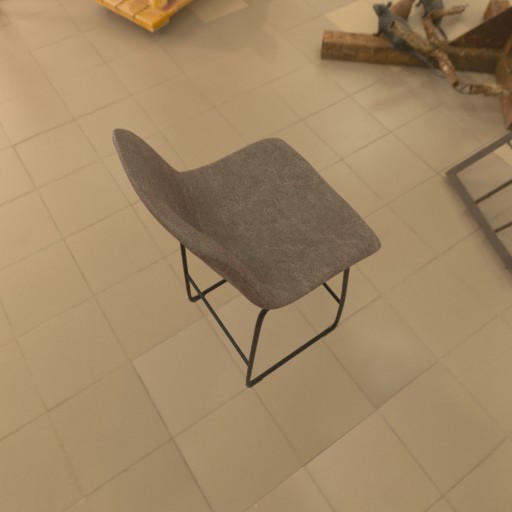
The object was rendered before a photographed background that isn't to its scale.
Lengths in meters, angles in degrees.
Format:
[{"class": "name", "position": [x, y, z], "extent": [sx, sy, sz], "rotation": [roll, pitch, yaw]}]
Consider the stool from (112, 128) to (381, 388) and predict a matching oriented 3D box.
[{"class": "stool", "position": [0.000, 0.000, 1.416], "extent": [0.561, 1.082, 0.514], "rotation": [-31, 65, -16]}]
